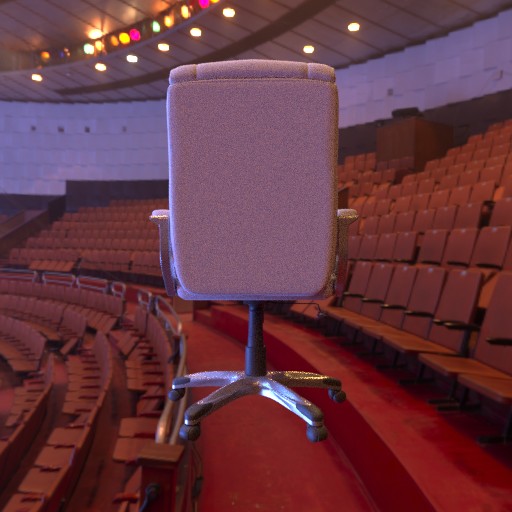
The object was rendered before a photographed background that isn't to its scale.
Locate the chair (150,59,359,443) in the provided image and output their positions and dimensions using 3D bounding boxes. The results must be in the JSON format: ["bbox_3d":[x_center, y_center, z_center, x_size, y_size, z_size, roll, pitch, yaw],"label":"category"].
[{"bbox_3d":[0.000,0.000,1.609,0.687,1.120,0.738,0,0,2],"label":"chair"}]
